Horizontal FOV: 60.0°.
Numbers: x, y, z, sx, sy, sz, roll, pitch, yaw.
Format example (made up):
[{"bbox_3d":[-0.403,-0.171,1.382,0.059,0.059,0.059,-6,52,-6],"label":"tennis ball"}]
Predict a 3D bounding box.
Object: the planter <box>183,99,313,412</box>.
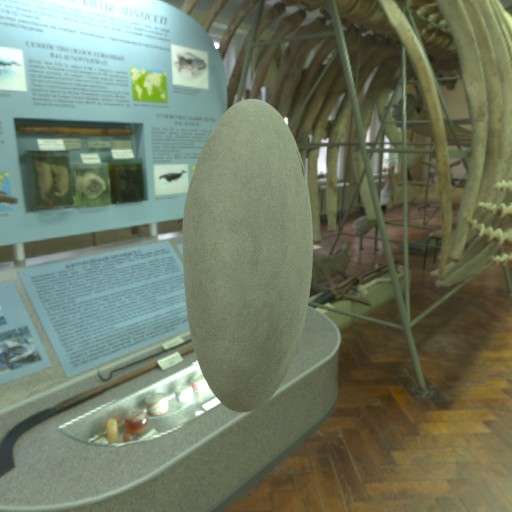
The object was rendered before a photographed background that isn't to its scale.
[{"bbox_3d":[0.000,0.000,0.281,0.071,0.188,0.185,3,15,10],"label":"planter"}]
